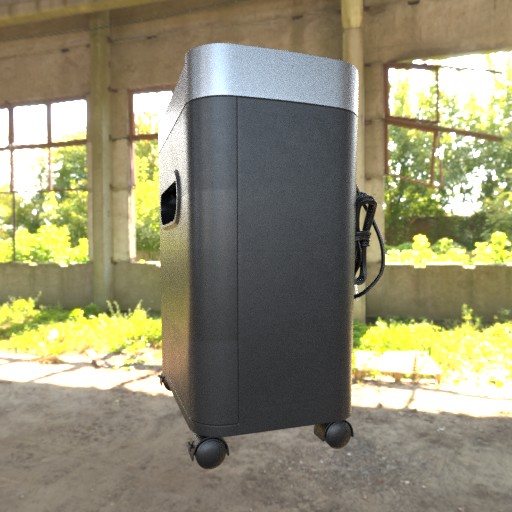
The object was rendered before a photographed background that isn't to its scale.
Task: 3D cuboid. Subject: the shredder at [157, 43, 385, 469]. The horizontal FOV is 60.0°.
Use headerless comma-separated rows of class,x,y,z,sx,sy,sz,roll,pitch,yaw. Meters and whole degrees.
shredder,0.000,0.000,0.600,0.237,0.419,0.311,0,1,-19
